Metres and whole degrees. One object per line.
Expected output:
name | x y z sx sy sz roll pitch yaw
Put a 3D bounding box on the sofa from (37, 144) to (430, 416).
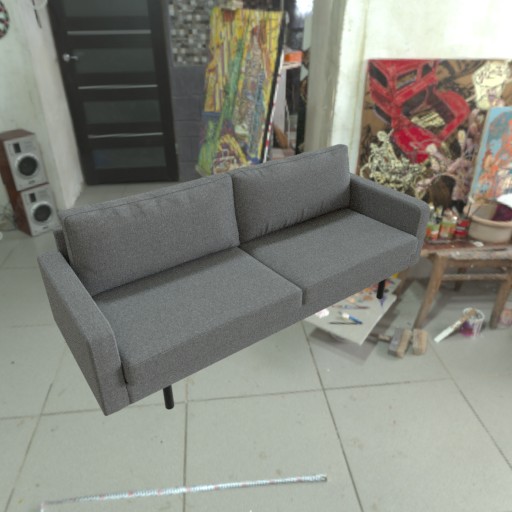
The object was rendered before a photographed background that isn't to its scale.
sofa | 0.000 0.000 2.641 2.200 0.880 0.880 -20 36 -30
